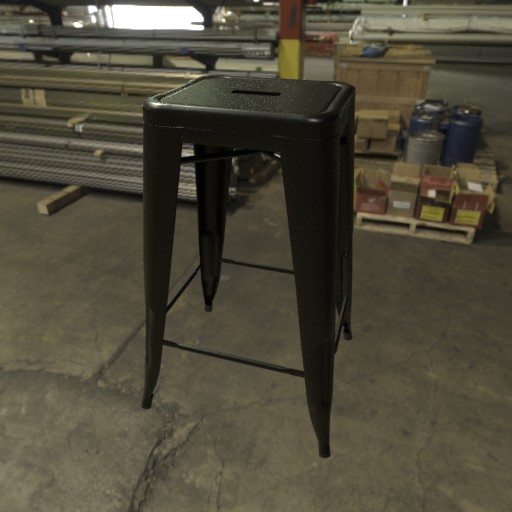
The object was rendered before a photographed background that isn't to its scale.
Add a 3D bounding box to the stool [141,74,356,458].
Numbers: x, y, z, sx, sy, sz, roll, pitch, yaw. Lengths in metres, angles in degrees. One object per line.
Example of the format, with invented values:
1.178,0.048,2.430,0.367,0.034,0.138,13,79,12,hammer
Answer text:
0.000,0.000,0.857,0.399,0.609,0.359,9,33,14,stool
